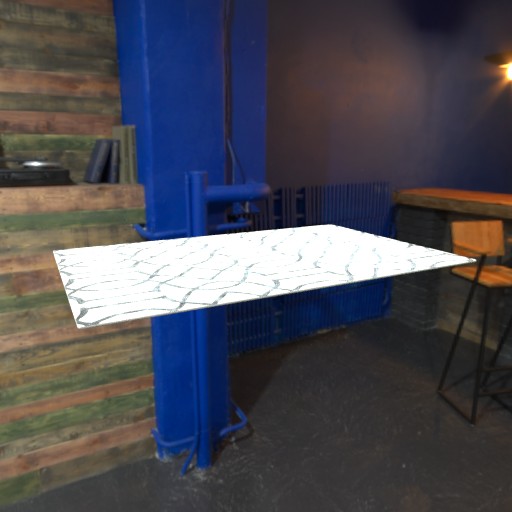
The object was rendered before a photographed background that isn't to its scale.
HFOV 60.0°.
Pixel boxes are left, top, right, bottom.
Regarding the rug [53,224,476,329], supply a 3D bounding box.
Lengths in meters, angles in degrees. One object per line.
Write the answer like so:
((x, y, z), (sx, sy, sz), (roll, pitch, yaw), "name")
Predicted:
((0.000, 0.000, 2.929), (2.365, 0.017, 1.521), (-7, 15, -27), "rug")
